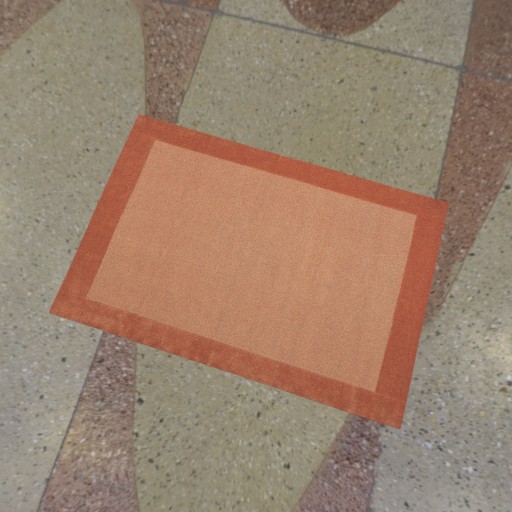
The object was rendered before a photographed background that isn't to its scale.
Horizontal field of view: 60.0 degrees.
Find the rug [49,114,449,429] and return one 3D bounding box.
[{"bbox_3d":[0.000,0.000,2.342,1.829,0.014,1.219,17,75,5],"label":"rug"}]
